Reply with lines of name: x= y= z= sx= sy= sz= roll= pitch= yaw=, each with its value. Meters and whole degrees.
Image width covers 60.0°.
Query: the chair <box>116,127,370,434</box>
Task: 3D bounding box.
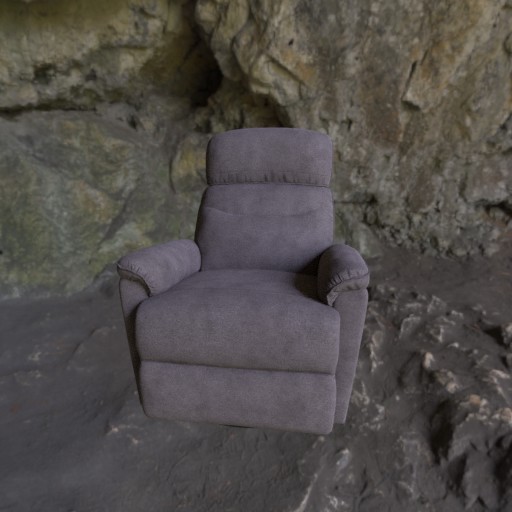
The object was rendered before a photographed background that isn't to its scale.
chair: x=0.000 y=0.000 z=1.796 sx=0.830 sy=1.036 sz=1.009 roll=2 pitch=14 yaw=9
